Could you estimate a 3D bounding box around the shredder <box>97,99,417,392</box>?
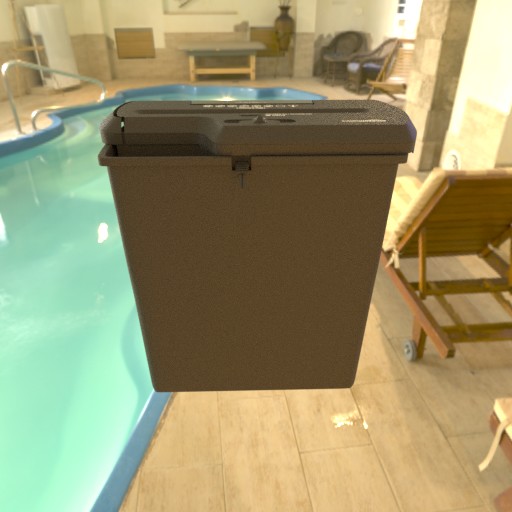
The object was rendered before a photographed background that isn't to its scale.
[{"bbox_3d":[0.000,0.000,0.519,0.320,0.335,0.170,-1,30,-1],"label":"shredder"}]
